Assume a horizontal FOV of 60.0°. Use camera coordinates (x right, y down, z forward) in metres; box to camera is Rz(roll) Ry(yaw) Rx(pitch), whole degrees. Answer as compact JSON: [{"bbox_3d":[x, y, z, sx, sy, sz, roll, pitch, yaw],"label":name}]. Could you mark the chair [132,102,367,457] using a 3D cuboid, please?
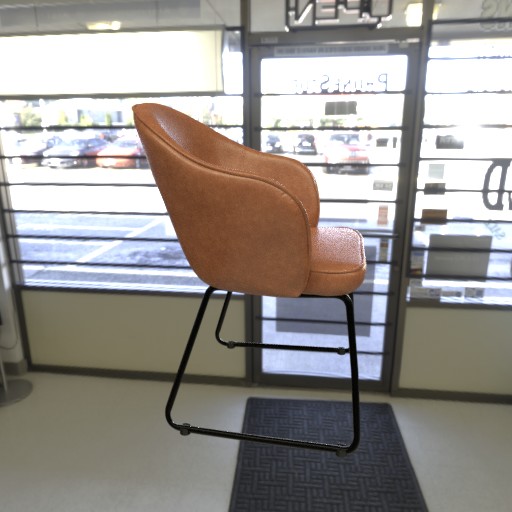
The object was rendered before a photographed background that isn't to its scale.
[{"bbox_3d":[0.000,0.000,1.188,0.580,0.785,0.582,3,16,10],"label":"chair"}]
